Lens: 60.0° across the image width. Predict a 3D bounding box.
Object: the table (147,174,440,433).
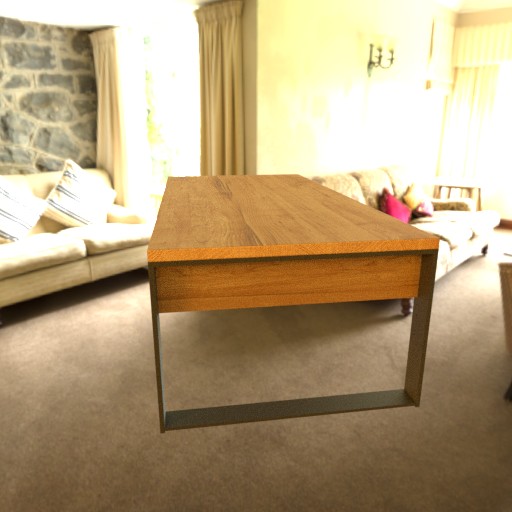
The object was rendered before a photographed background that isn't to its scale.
[{"bbox_3d":[0.000,0.000,1.472,0.590,0.400,1.180,-3,17,-9],"label":"table"}]
